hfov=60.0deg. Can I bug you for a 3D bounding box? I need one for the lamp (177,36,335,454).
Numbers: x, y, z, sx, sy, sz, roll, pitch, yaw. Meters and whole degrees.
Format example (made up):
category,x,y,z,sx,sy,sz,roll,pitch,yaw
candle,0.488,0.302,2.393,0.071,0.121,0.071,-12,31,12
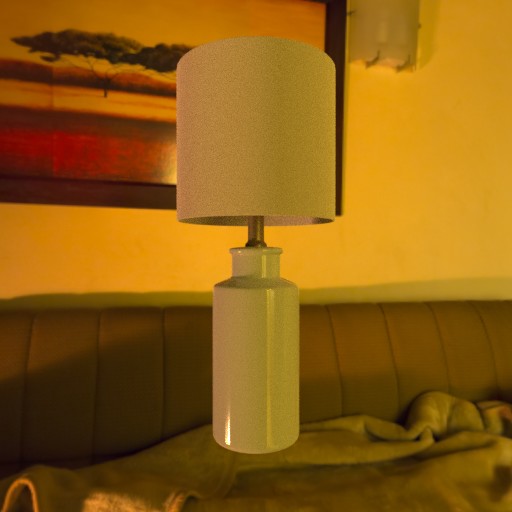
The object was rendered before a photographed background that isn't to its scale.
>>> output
category,x,y,z,sx,sy,sz,roll,pitch,yaw
lamp,0.000,0.000,0.602,0.212,0.493,0.212,0,0,-36
